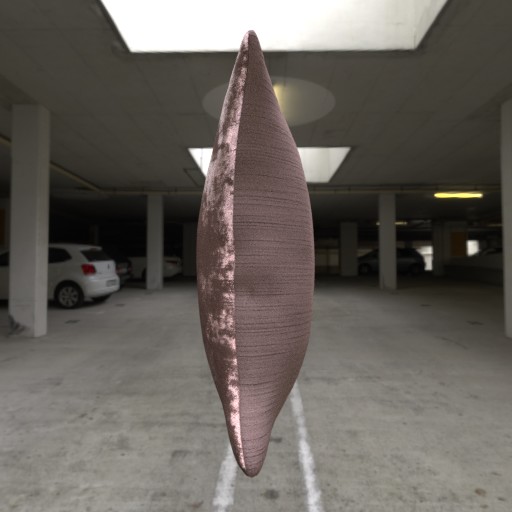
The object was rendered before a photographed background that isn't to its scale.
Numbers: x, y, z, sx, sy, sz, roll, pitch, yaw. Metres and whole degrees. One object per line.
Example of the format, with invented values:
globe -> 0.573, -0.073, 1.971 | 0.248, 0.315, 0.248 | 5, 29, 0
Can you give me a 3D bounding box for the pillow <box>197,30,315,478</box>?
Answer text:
pillow -> 0.000, 0.000, 0.682 | 0.175, 0.464, 0.470 | 0, -3, 1
